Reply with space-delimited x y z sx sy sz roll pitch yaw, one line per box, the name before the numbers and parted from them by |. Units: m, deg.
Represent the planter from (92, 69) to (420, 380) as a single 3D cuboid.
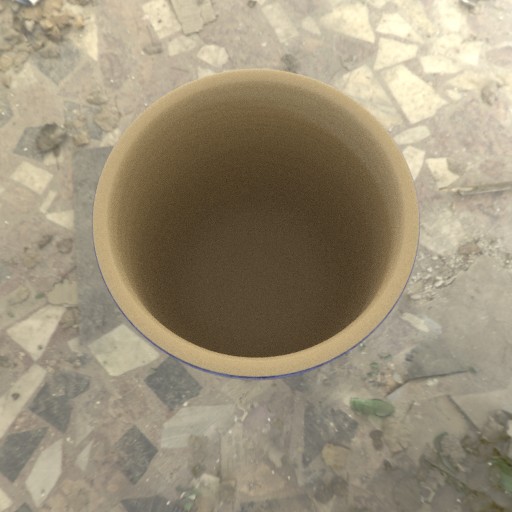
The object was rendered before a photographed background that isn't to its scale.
planter | 0.000 0.000 0.342 0.184 0.206 0.184 0 75 0
